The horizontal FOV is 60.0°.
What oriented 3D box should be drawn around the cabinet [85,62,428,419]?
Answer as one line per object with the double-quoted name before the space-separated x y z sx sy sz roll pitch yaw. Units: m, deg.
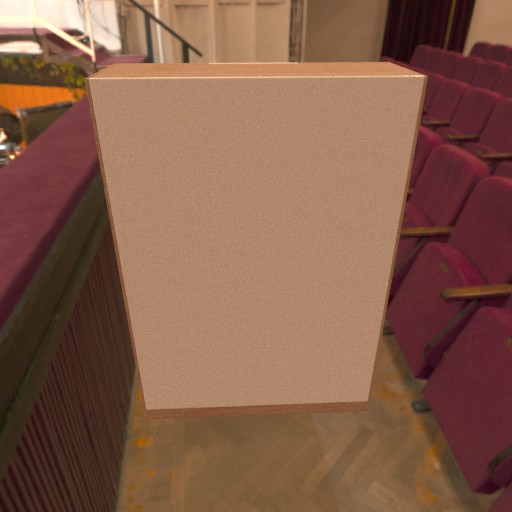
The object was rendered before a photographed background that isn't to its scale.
"cabinet" 0.000 0.000 2.709 1.500 2.120 0.590 -1 30 -2
